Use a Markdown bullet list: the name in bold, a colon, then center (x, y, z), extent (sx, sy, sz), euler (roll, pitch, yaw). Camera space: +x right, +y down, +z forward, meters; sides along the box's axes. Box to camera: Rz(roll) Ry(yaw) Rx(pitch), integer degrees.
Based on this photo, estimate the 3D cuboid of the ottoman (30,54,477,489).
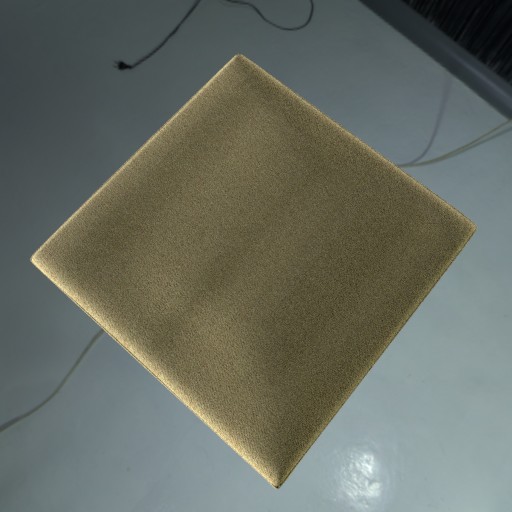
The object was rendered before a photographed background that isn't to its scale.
- **ottoman**: center (0.000, 0.000, 1.482), extent (0.981, 0.378, 0.970), euler (40, 79, 9)
